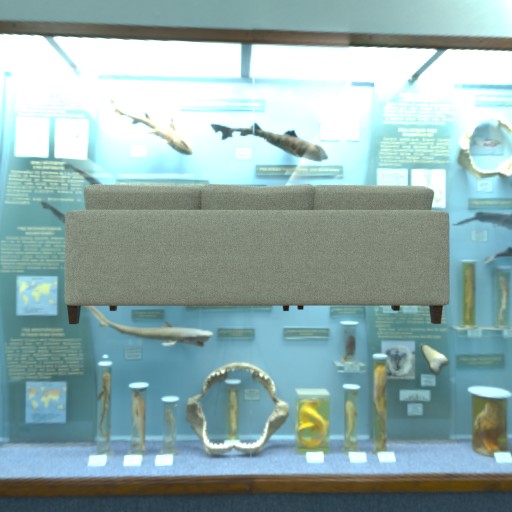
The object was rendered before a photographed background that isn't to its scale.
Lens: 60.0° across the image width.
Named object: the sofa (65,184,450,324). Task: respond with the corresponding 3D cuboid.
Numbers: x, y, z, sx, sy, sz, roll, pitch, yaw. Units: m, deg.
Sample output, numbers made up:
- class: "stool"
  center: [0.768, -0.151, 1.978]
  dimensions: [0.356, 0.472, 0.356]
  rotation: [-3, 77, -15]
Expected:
- class: "sofa"
  center: [0.000, 0.000, 4.465]
  dimensions: [2.522, 0.934, 3.333]
  rotation: [0, -1, 0]
